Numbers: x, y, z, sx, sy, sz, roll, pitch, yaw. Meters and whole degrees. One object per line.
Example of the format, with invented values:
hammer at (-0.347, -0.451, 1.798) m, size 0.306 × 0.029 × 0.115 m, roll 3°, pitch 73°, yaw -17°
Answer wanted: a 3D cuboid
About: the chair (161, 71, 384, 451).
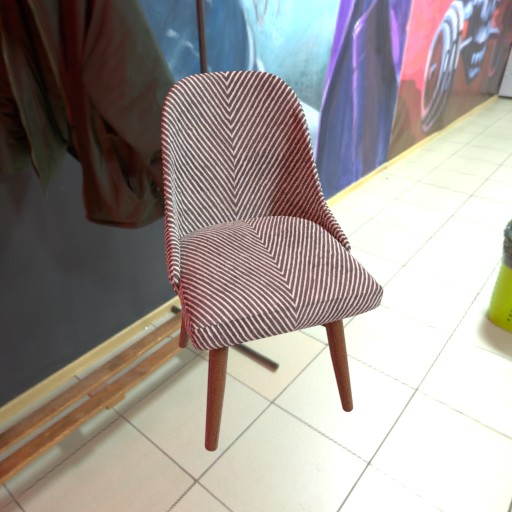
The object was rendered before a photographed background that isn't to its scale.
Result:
chair at (0.000, 0.000, 1.253) m, size 0.504 × 0.883 × 0.591 m, roll -10°, pitch 34°, yaw -15°
